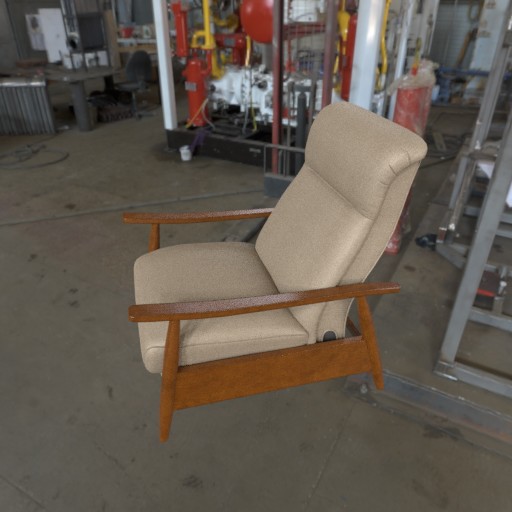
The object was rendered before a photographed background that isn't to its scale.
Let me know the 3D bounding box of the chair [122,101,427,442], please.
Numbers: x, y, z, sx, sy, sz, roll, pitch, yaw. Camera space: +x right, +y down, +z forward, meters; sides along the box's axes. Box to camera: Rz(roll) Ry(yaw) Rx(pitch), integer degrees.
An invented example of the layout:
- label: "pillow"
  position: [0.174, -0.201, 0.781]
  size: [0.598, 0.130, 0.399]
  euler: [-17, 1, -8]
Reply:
- label: "chair"
  position: [0.000, 0.000, 1.833]
  size: [1.032, 1.082, 0.762]
  euler: [-8, 32, -14]
